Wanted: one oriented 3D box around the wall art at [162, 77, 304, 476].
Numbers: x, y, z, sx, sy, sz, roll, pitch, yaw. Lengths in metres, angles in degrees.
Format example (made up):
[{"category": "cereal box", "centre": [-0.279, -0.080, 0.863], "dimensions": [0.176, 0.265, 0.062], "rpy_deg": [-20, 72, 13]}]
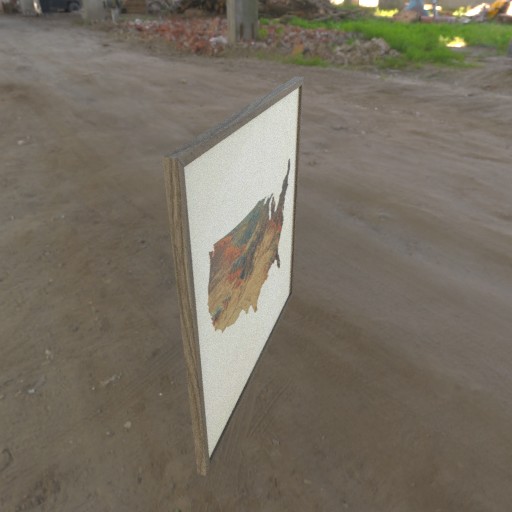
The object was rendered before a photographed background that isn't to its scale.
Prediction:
[{"category": "wall art", "centre": [0.000, 0.000, 0.765], "dimensions": [0.016, 0.507, 0.508], "rpy_deg": [10, 32, 16]}]
